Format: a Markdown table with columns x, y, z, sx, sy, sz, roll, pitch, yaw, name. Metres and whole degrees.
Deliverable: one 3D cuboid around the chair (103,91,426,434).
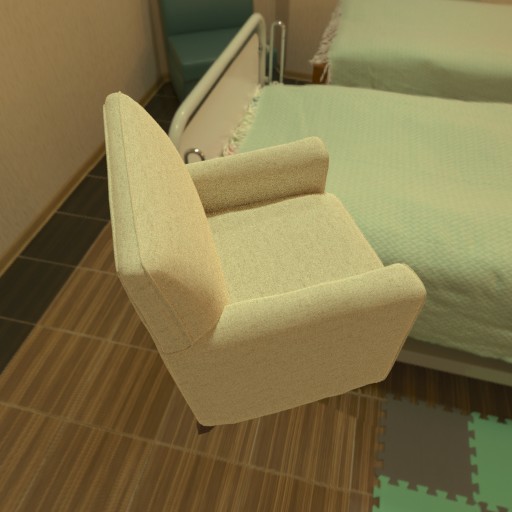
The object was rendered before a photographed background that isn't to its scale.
| x | y | z | sx | sy | sz | roll | pitch | yaw | name |
| --- | --- | --- | --- | --- | --- | --- | --- | --- | --- |
| 0.000 | 0.000 | 1.569 | 0.823 | 0.943 | 0.870 | -11 | 47 | -11 | chair |
